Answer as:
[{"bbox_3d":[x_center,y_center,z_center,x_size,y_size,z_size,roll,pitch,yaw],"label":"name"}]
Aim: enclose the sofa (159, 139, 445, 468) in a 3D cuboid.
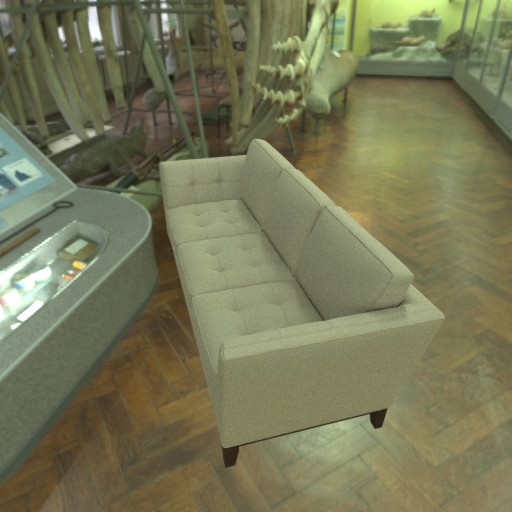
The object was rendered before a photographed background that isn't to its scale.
[{"bbox_3d":[0.000,0.000,2.864,0.965,0.940,2.388,-8,31,-14],"label":"sofa"}]
